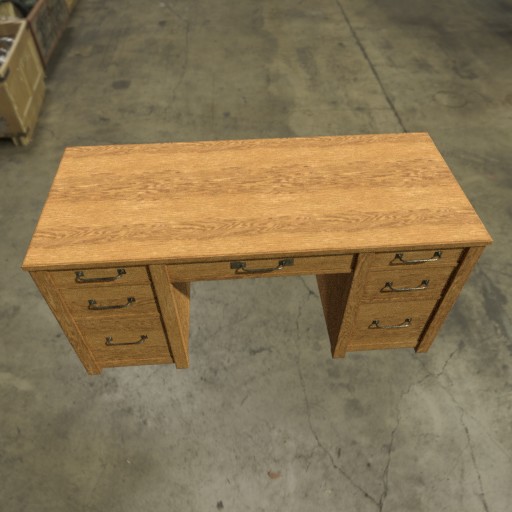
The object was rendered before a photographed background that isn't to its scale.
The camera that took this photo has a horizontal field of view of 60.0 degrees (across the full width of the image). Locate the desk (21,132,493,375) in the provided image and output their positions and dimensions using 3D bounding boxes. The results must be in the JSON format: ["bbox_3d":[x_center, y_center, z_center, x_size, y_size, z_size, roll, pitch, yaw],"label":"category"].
[{"bbox_3d":[0.000,0.000,1.963,1.567,0.751,0.685,-3,48,-3],"label":"desk"}]
